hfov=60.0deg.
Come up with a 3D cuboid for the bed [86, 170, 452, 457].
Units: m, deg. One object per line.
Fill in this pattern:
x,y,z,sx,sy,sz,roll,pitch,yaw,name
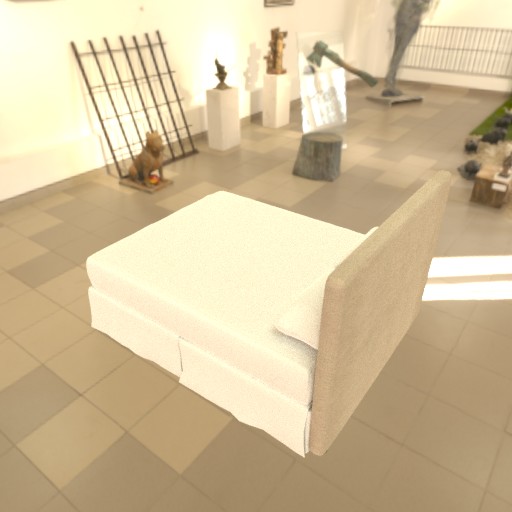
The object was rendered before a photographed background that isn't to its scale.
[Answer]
0.000,0.000,3.340,2.162,1.330,1.713,21,38,30,bed
